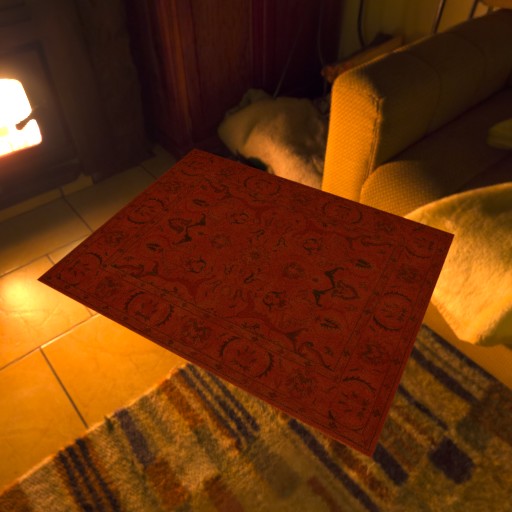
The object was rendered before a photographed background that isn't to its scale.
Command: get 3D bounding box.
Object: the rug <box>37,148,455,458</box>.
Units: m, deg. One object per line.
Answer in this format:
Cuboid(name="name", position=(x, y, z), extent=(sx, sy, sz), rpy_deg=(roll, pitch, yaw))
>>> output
Cuboid(name="rug", position=(0.000, 0.000, 3.909), extent=(2.929, 0.012, 2.300), rpy_deg=(22, 50, 20))
